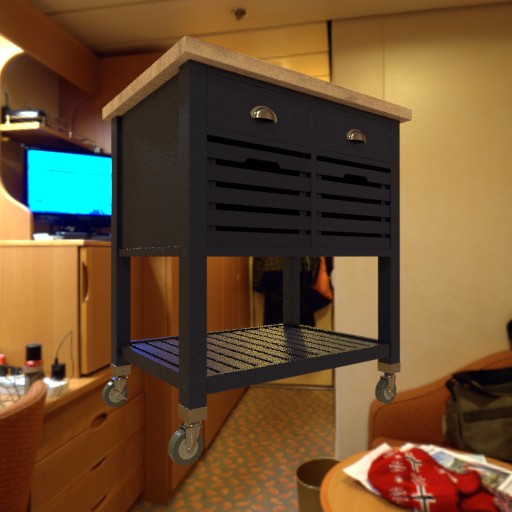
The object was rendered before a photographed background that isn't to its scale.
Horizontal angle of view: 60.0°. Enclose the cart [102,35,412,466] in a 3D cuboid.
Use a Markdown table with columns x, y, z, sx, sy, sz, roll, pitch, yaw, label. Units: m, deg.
| x | y | z | sx | sy | sz | roll | pitch | yaw | label |
| --- | --- | --- | --- | --- | --- | --- | --- | --- | --- |
| 0.000 | 0.000 | 1.382 | 0.797 | 0.920 | 0.567 | 0 | 0 | -36 | cart |
